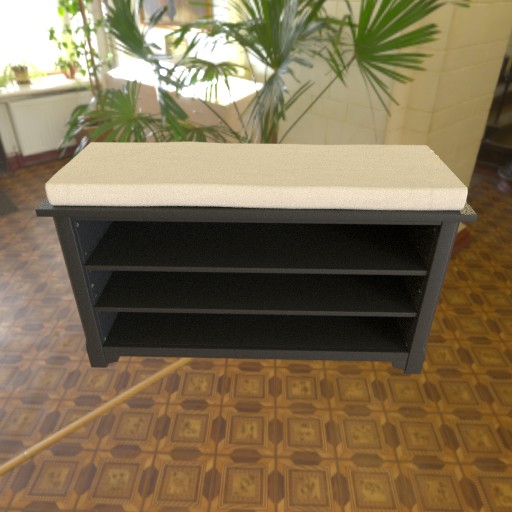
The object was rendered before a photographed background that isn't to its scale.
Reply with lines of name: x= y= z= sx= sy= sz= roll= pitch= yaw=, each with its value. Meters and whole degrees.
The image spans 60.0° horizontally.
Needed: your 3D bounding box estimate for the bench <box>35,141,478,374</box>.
bench: x=0.000 y=0.000 z=1.235 sx=0.973 sy=0.561 sz=0.345 roll=1 pitch=32 yaw=1
